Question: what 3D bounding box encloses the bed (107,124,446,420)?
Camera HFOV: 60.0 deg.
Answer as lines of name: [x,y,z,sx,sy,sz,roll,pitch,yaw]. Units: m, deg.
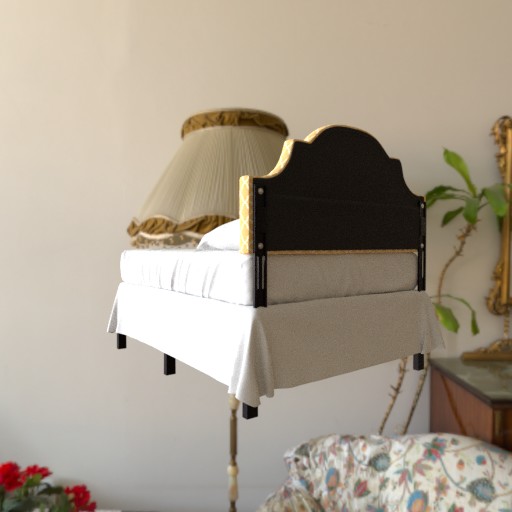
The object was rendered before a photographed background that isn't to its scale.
bed: [0.000,0.000,3.510,1.780,1.633,2.222,-1,2,-36]
